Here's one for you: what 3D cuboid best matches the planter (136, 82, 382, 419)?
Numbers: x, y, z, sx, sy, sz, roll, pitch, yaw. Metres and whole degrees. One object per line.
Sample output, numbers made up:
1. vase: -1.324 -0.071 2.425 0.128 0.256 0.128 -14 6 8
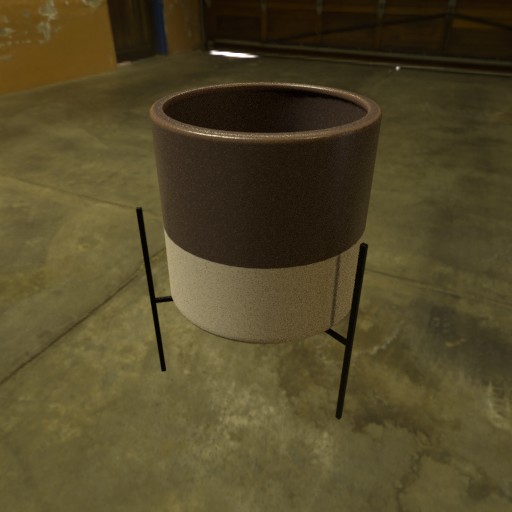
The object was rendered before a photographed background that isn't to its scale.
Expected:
1. planter: 0.000 0.000 0.535 0.260 0.353 0.250 -10 33 -15
